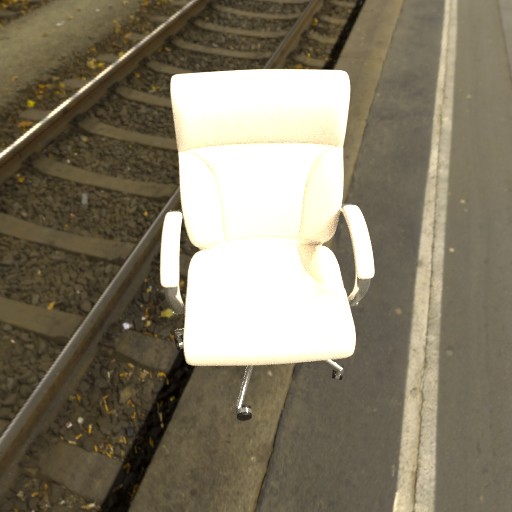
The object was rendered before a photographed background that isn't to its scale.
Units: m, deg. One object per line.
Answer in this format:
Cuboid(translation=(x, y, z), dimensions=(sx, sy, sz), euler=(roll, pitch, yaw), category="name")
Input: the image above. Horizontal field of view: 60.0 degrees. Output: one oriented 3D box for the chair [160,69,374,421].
Cuboid(translation=(0.000, 0.000, 1.599), dimensions=(0.727, 1.099, 0.745), euler=(-2, 47, -2), category="chair")
